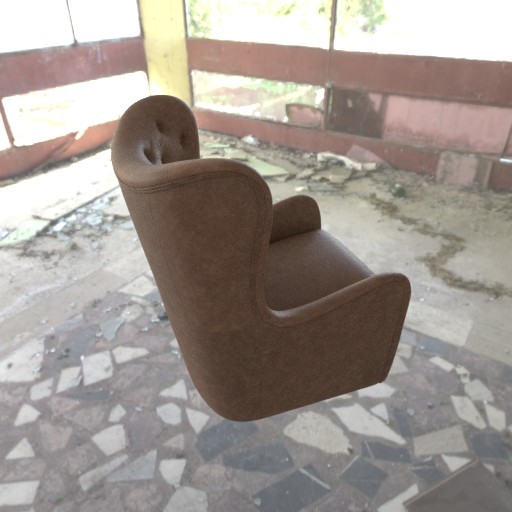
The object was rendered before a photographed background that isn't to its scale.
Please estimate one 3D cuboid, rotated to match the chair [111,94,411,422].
[{"bbox_3d":[0.000,0.000,1.704,0.930,1.079,0.831,-11,33,-18],"label":"chair"}]
